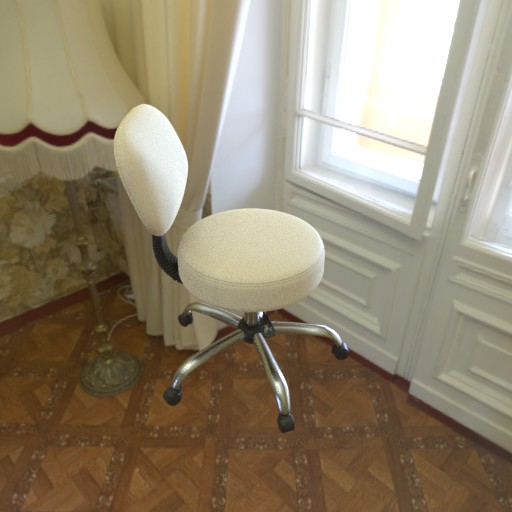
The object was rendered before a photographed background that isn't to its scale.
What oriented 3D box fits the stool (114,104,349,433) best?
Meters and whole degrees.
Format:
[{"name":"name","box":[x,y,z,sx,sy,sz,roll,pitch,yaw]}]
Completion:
[{"name":"stool","box":[0.000,0.000,1.269,0.616,0.810,0.609,0,33,-1]}]
